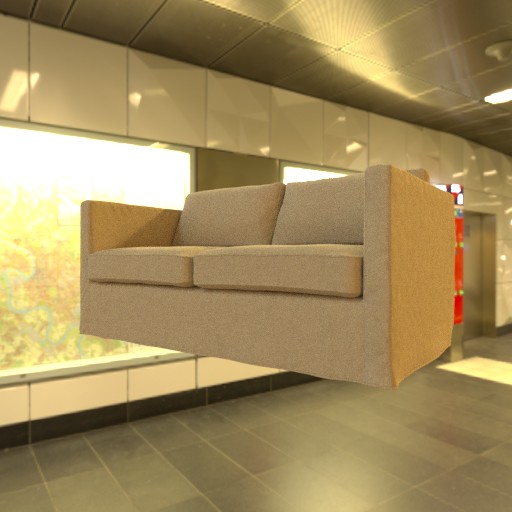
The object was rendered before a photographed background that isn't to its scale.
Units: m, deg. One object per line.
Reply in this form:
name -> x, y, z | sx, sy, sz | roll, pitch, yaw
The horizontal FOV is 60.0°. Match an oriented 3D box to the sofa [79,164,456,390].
sofa -> 0.000, 0.000, 2.243 | 1.719, 0.835, 0.962 | 0, 0, 36
